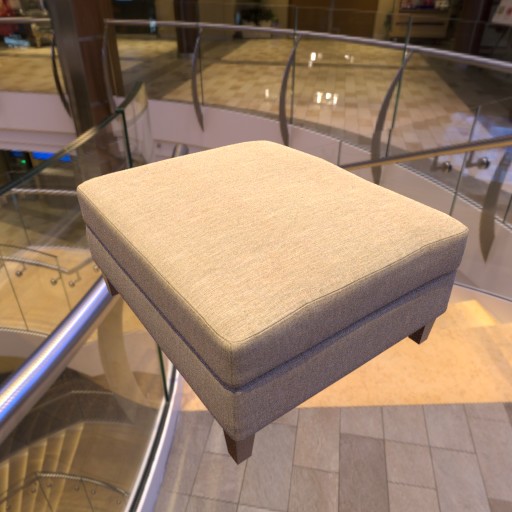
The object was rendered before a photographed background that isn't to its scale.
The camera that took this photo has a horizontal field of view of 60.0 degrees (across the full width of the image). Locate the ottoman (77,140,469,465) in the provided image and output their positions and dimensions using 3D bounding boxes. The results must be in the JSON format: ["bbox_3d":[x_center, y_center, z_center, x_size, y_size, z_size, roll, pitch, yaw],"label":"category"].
[{"bbox_3d":[0.000,0.000,1.470,0.836,0.492,0.976,-21,38,-30],"label":"ottoman"}]
